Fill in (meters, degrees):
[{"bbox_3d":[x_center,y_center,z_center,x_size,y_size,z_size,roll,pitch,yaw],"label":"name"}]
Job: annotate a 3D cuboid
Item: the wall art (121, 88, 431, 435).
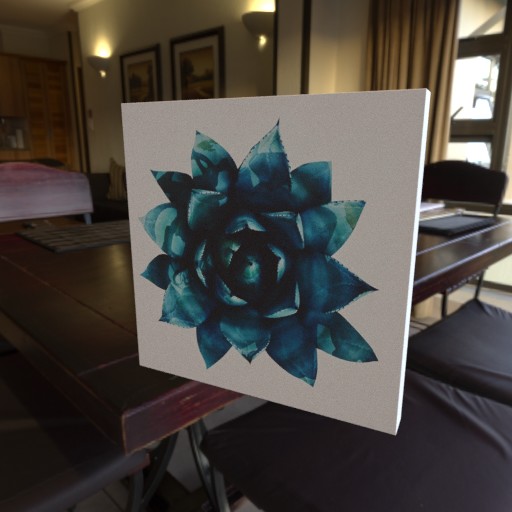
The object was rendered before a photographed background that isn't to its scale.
[{"bbox_3d":[0.000,0.000,0.605,0.406,0.406,0.038,7,16,25],"label":"wall art"}]
